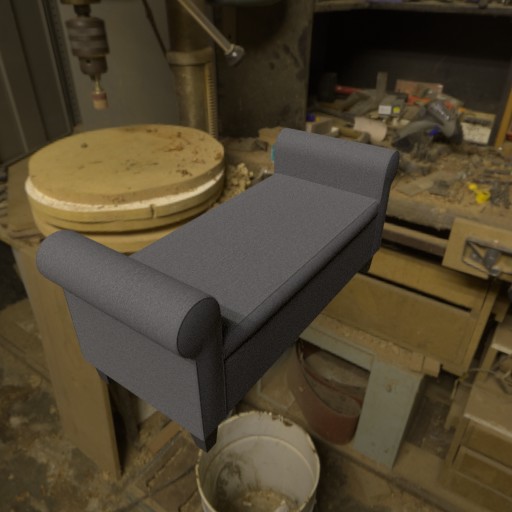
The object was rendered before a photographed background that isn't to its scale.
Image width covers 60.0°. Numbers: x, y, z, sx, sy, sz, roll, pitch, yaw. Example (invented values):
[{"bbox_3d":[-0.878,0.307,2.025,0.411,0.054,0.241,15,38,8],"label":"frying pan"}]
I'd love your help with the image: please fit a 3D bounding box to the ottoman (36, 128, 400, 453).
[{"bbox_3d":[0.000,0.000,1.564,0.521,0.547,1.256,21,38,29],"label":"ottoman"}]
